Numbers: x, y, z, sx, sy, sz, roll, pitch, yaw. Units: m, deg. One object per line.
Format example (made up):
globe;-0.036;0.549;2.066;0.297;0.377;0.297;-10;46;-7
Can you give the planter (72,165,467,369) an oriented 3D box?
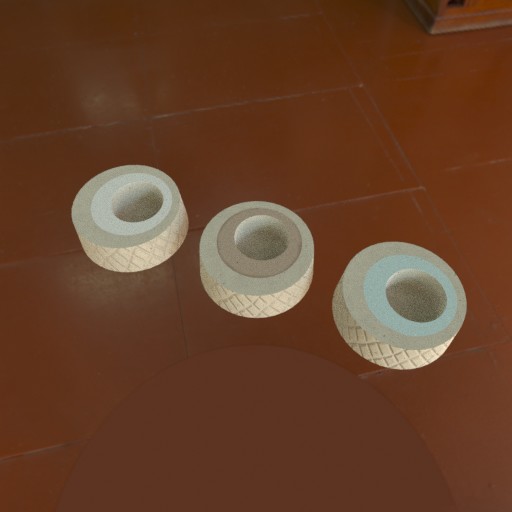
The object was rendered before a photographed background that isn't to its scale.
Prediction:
planter;0.000;0.000;0.430;0.390;0.038;0.114;18;59;11
